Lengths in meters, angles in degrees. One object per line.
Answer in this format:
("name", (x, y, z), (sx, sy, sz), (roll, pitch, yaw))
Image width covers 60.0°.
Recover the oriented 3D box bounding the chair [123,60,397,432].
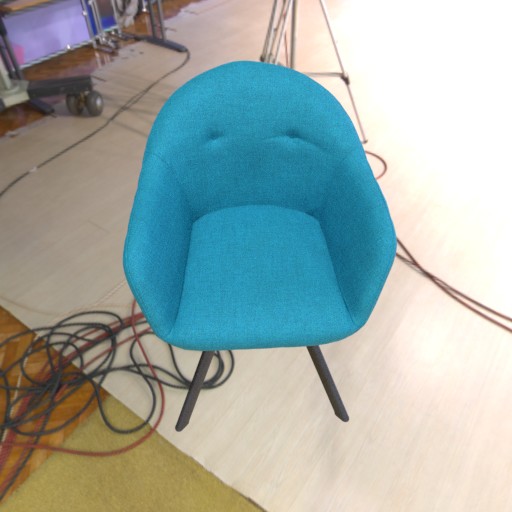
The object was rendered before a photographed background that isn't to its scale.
("chair", (0.000, 0.000, 1.140), (0.545, 0.775, 0.565), (-2, 46, -2))
